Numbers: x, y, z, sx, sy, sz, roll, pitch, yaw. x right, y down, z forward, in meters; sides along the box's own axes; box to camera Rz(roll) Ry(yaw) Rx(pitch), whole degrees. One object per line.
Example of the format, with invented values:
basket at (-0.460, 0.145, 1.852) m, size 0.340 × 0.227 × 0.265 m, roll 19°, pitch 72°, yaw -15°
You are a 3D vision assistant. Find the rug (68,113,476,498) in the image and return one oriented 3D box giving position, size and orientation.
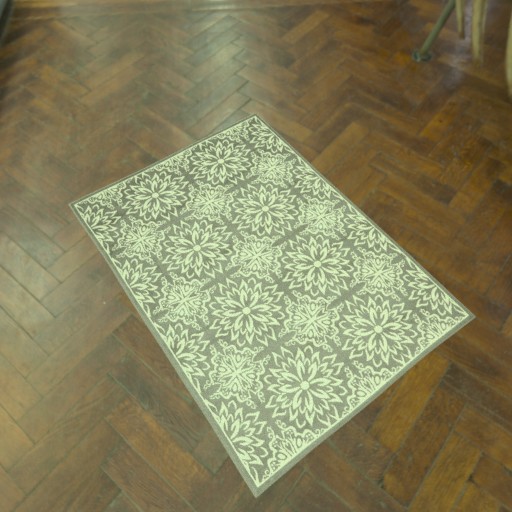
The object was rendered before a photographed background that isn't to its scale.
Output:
rug at (0.000, 0.000, 2.844) m, size 1.608 × 0.014 × 2.213 m, roll -32°, pitch 63°, yaw -18°
